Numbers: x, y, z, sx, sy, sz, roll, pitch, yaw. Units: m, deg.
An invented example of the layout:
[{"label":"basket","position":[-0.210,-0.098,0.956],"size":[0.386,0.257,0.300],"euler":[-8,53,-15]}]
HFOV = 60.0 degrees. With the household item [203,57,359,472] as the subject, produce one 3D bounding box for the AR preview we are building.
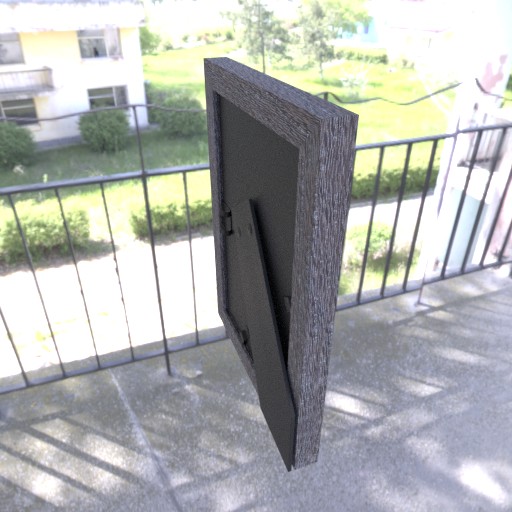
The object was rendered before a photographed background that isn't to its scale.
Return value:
[{"label":"household item","position":[0.000,0.000,0.279],"size":[0.020,0.210,0.160],"euler":[-11,33,-18]}]
